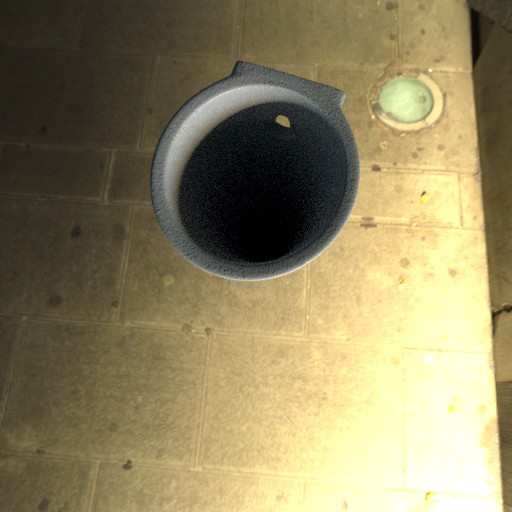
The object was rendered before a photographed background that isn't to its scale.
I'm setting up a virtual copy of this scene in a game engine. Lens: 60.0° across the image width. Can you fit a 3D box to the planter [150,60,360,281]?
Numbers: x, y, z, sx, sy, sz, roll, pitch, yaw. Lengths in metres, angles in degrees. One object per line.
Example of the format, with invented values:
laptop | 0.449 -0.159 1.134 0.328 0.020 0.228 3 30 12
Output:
planter | 0.000 0.000 0.214 0.057 0.191 0.064 19 76 5
